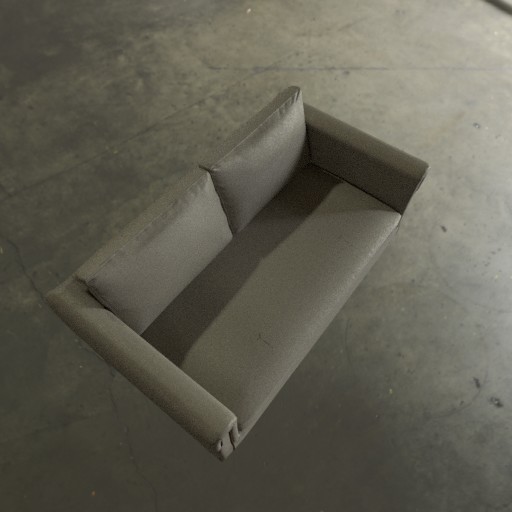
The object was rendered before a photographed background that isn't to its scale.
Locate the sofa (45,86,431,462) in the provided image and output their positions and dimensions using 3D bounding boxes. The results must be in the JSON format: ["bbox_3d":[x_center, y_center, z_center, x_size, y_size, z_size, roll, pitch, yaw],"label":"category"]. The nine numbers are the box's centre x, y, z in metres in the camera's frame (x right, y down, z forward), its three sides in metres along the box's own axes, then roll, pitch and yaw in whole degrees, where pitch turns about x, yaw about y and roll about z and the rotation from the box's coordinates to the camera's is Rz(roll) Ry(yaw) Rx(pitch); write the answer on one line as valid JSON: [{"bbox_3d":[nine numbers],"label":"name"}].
[{"bbox_3d":[0.000,0.000,2.120,0.899,0.873,1.598,33,64,19],"label":"sofa"}]
